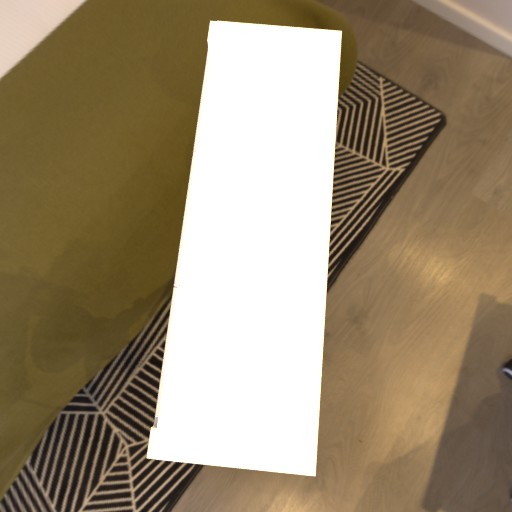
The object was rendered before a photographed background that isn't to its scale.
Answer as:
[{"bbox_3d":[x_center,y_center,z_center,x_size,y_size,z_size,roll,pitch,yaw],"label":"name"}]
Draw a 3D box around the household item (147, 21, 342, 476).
[{"bbox_3d":[0.000,0.000,1.673,0.420,0.867,1.300,5,76,1],"label":"household item"}]
